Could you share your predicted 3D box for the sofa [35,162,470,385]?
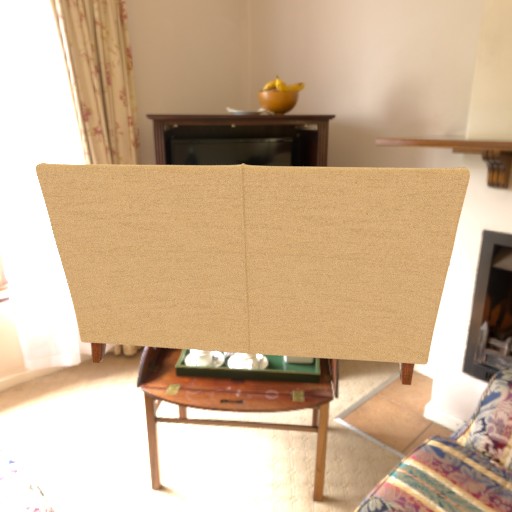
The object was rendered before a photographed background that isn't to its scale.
[{"bbox_3d":[0.000,0.000,2.020,1.482,0.892,0.891,2,17,7],"label":"sofa"}]
